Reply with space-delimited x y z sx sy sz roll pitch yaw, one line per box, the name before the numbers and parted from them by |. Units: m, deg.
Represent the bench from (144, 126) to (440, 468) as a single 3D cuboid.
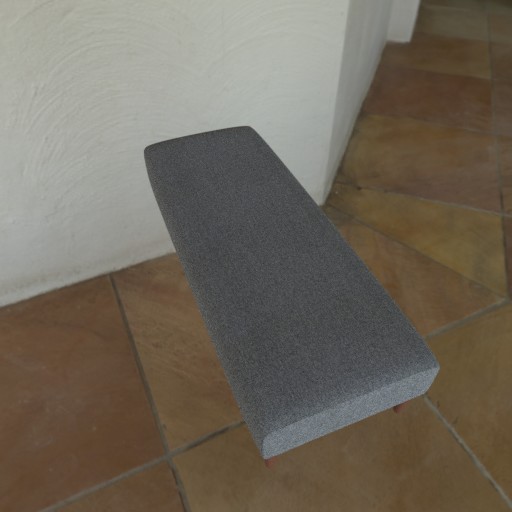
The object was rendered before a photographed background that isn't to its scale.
bench | 0.000 0.000 1.905 0.631 0.384 1.598 -16 47 -15
